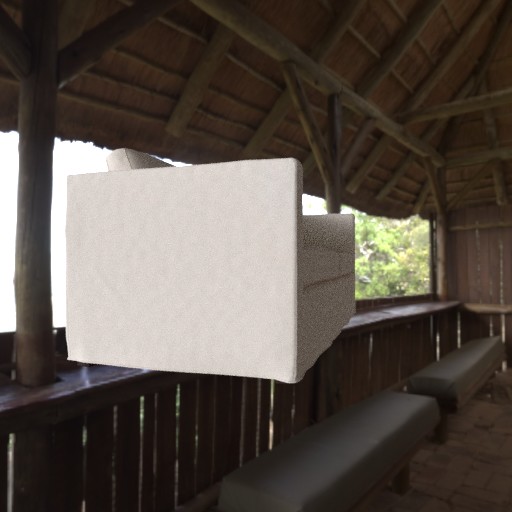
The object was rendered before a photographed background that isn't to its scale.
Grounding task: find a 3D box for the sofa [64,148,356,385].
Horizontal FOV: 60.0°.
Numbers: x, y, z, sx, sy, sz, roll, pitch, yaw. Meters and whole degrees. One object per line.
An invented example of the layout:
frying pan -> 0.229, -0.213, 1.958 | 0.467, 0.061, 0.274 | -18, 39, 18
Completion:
sofa -> 0.000, 0.000, 2.483 | 0.940, 0.870, 1.987 | 0, 0, 18
